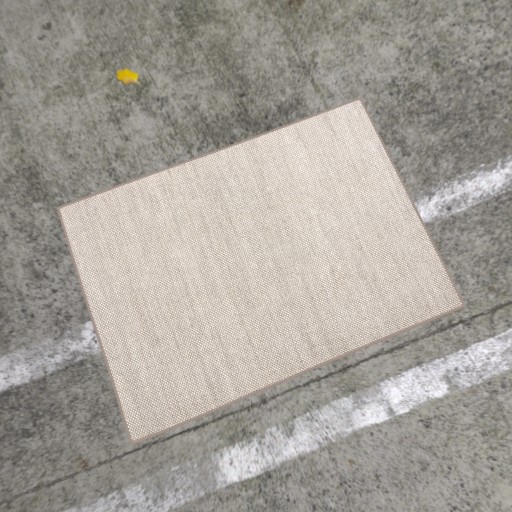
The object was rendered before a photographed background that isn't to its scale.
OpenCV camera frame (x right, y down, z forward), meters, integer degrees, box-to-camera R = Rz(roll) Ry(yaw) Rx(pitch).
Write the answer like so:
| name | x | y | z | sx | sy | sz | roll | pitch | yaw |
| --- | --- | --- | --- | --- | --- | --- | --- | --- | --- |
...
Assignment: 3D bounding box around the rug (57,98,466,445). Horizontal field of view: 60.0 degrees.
| name | x | y | z | sx | sy | sz | roll | pitch | yaw |
| --- | --- | --- | --- | --- | --- | --- | --- | --- | --- |
| rug | 0.000 | 0.000 | 2.726 | 2.115 | 0.013 | 1.517 | -21 | 78 | -5 |
